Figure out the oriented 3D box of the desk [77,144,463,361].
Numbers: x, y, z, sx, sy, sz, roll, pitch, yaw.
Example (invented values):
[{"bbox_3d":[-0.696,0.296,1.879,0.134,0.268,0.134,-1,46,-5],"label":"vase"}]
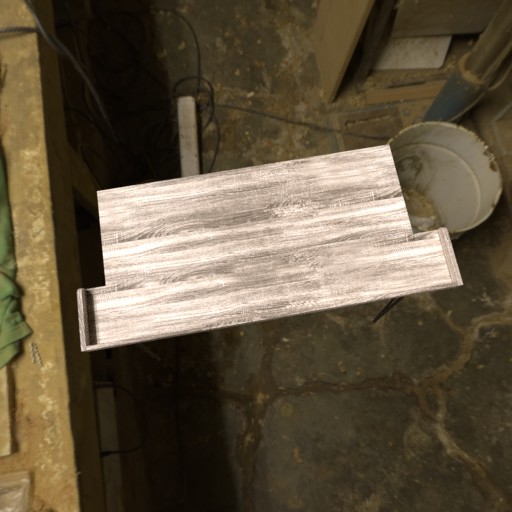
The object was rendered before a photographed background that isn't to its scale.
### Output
[{"bbox_3d":[0.000,0.000,1.671,1.135,0.899,0.605,-10,76,-2],"label":"desk"}]
